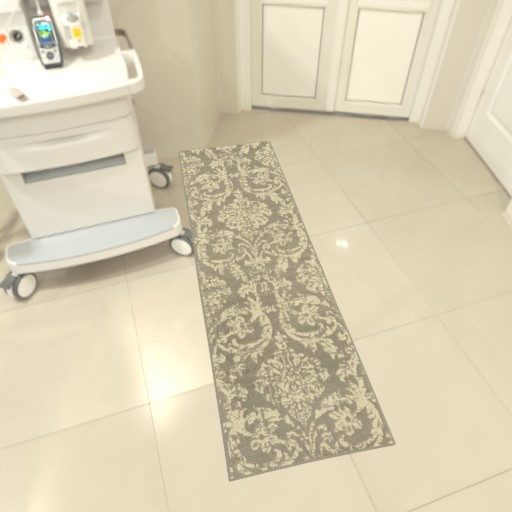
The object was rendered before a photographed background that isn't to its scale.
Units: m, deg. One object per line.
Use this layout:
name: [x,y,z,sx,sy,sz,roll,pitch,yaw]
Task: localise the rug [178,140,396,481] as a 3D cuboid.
rug: [0.000,0.000,2.418,0.662,0.011,2.196,-9,47,-8]
